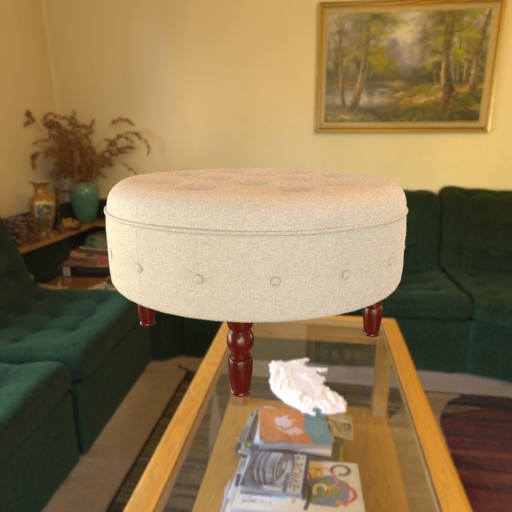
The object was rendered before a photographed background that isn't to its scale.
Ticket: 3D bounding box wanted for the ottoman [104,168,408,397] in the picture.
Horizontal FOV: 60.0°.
[{"bbox_3d":[0.000,0.000,1.345,0.849,0.478,0.849,0,15,0],"label":"ottoman"}]
